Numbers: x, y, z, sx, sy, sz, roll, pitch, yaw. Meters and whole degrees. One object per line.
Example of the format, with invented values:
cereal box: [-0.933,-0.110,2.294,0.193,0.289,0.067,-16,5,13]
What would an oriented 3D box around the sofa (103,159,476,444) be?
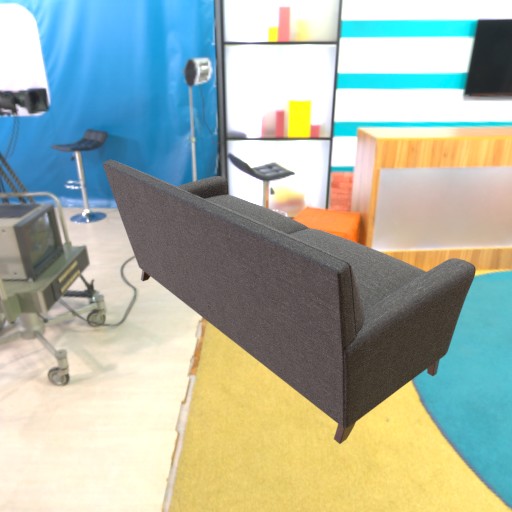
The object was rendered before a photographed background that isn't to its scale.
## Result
sofa: [0.000,0.000,2.430,0.875,0.846,1.976,-18,30,-35]
